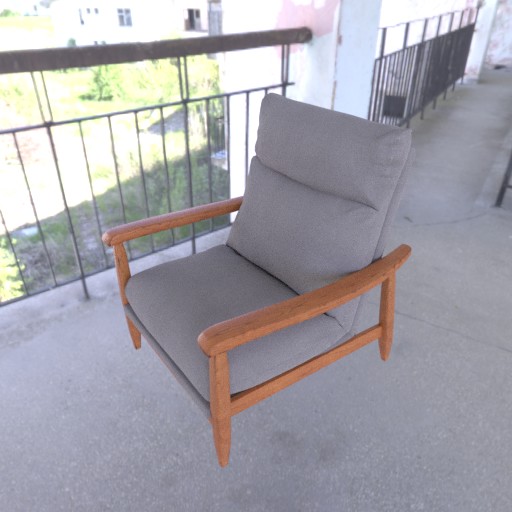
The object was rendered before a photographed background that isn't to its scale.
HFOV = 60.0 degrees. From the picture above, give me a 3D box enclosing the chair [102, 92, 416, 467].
[{"bbox_3d":[0.000,0.000,1.531,0.816,0.922,0.782,-21,37,-31],"label":"chair"}]
